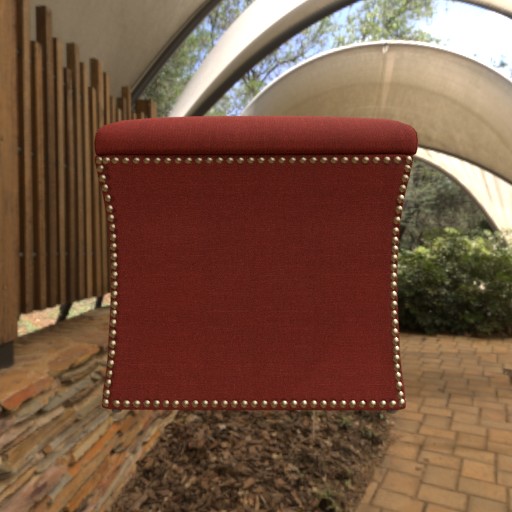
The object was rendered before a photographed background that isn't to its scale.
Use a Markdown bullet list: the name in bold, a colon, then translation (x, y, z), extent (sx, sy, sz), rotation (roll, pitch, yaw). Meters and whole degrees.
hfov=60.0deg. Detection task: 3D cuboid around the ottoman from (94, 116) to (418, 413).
- **ottoman**: translation (0.000, 0.000, 0.906), extent (0.507, 0.475, 0.497), rotation (0, 2, 0)
